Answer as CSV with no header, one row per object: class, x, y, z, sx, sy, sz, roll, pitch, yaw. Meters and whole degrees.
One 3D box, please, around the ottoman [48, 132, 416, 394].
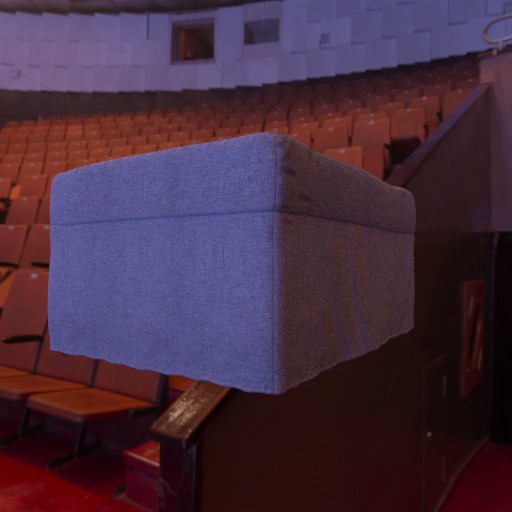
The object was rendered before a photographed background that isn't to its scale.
ottoman,0.000,0.000,1.205,0.652,0.492,0.833,0,0,34
